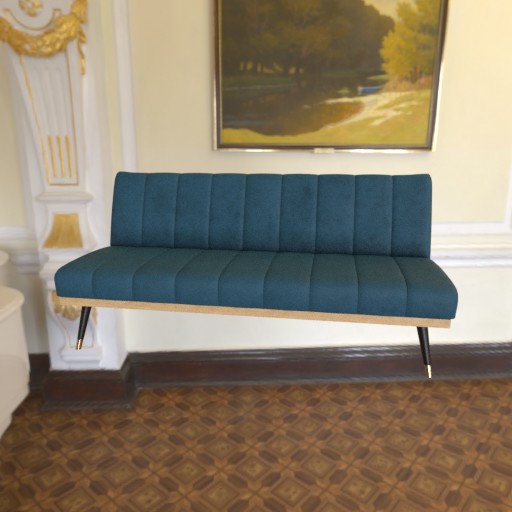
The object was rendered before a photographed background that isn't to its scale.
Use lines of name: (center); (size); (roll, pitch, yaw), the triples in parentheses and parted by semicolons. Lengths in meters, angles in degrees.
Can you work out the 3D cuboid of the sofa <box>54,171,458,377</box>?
sofa: (0.000, 0.000, 2.307); (1.810, 0.825, 0.830); (2, 14, 9)
